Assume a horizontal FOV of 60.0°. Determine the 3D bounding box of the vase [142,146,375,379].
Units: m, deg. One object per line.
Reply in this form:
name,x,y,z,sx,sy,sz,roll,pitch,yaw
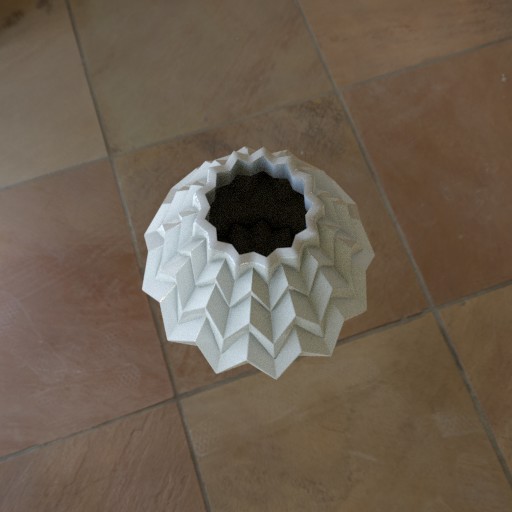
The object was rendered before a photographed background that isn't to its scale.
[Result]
vase,0.000,0.000,0.302,0.164,0.185,0.164,0,75,0
